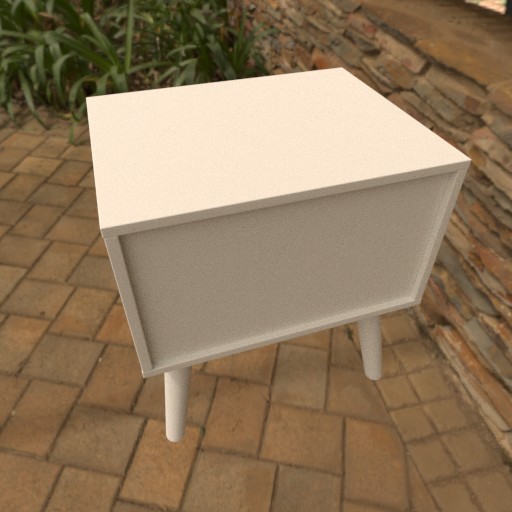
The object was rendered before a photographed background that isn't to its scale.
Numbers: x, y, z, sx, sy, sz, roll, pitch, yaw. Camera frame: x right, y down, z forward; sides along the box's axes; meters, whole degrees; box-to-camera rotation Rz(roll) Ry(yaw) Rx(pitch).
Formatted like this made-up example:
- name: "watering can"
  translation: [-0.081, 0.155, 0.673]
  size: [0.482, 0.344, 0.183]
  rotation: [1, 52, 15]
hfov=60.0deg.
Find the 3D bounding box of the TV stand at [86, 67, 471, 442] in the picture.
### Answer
- name: "TV stand"
  translation: [0.000, 0.000, 0.894]
  size: [0.508, 0.559, 0.405]
  rotation: [-12, 43, -14]
